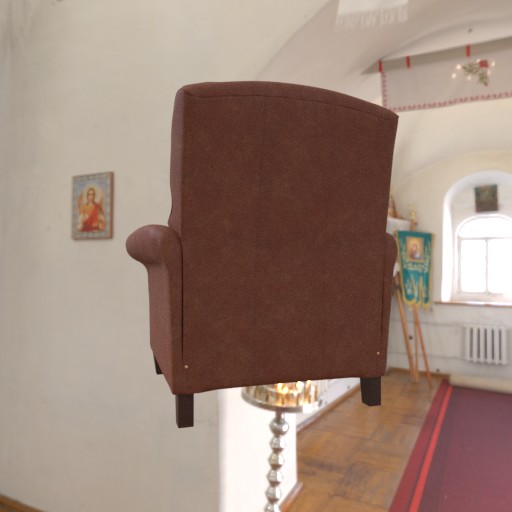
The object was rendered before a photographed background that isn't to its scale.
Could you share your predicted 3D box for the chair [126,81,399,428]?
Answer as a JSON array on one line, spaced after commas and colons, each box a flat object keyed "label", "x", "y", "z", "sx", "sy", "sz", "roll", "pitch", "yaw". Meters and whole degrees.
[{"label": "chair", "x": 0.000, "y": 0.000, "z": 1.775, "sx": 0.978, "sy": 1.061, "sz": 0.902, "roll": 0, "pitch": -1, "yaw": -18}]
